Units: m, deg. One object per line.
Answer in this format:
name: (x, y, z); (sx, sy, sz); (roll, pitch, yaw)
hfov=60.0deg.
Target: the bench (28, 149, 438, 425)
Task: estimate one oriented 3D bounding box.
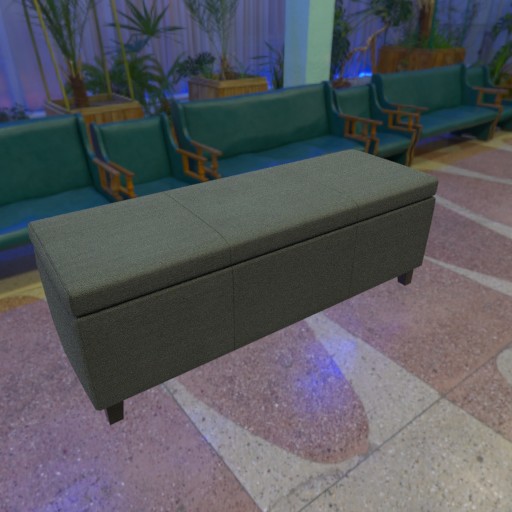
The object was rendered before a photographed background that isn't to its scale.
bench: (0.000, 0.000, 1.475); (1.269, 0.438, 0.446); (-19, 35, -29)
